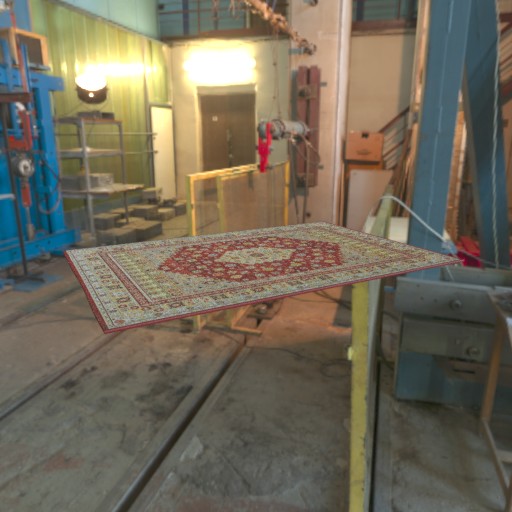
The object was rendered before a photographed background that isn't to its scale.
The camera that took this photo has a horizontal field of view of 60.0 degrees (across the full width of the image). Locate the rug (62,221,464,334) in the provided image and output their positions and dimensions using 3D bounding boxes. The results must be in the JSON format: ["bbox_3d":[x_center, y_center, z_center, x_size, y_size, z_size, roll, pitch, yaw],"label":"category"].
[{"bbox_3d":[0.000,0.000,2.379,1.802,0.013,1.194,-8,17,-28],"label":"rug"}]
